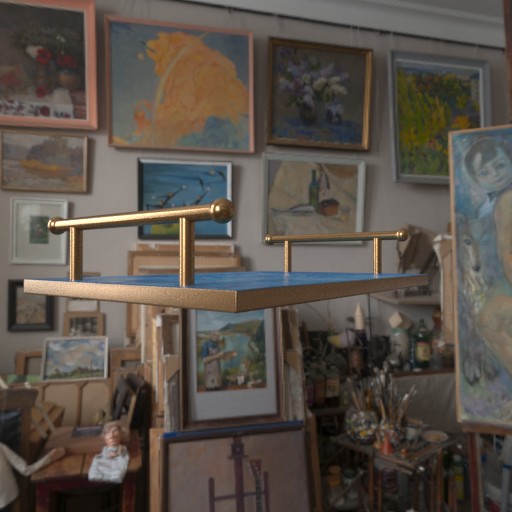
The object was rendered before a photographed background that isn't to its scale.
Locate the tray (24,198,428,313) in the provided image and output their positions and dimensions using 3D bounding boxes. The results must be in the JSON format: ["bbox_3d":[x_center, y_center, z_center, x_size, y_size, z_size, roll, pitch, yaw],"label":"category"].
[{"bbox_3d":[0.000,0.000,0.571,0.304,0.084,0.444,0,-1,37],"label":"tray"}]
